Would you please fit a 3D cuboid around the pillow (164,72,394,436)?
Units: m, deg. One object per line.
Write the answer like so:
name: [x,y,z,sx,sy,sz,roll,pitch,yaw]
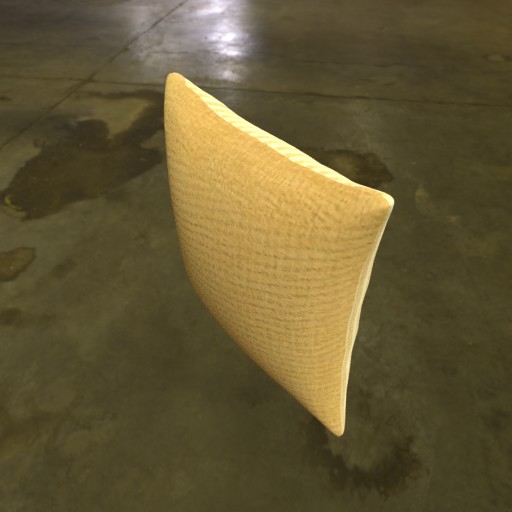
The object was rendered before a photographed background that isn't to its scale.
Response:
pillow: [0.000,0.000,0.640,0.173,0.407,0.419,-25,47,-26]
